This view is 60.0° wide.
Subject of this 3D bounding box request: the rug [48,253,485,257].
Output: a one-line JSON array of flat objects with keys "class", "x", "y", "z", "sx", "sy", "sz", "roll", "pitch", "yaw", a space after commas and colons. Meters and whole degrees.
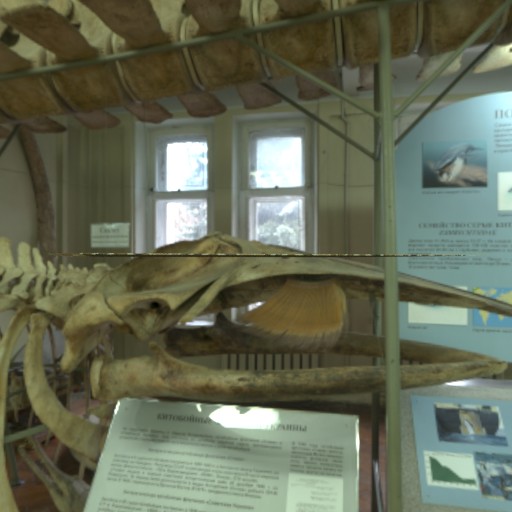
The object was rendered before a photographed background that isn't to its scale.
[{"class": "rug", "x": 0.000, "y": 0.000, "z": 3.000, "sx": 2.438, "sy": 0.008, "sz": 1.524, "roll": 0, "pitch": -1, "yaw": -19}]
